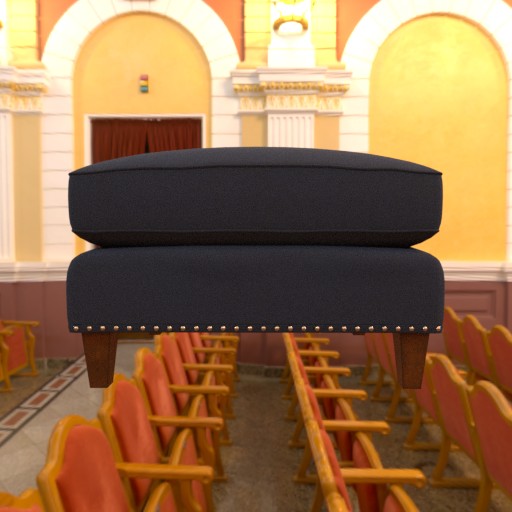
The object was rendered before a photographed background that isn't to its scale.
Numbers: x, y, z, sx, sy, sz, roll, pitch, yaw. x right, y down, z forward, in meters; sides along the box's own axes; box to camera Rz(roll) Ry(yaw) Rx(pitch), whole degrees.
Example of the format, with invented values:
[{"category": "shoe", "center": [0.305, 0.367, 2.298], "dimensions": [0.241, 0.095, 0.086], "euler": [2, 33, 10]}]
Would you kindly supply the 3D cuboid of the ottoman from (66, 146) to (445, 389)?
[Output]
[{"category": "ottoman", "center": [0.000, 0.000, 1.140], "dimensions": [0.741, 0.513, 0.584], "euler": [0, 3, 0]}]
